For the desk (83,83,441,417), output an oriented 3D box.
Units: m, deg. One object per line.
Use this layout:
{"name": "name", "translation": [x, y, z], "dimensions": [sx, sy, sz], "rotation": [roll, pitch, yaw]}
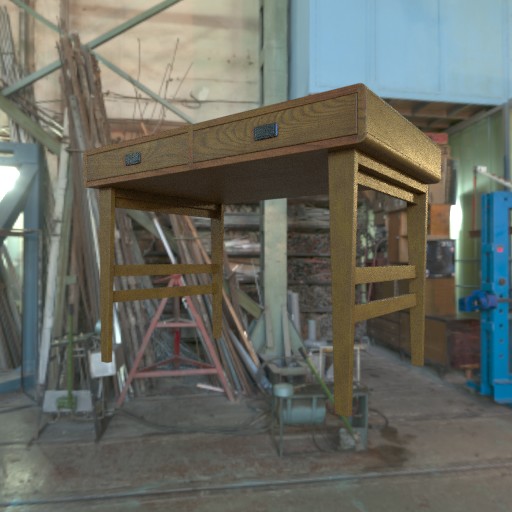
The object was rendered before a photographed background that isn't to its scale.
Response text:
{"name": "desk", "translation": [0.000, 0.000, 1.542], "dimensions": [1.066, 0.754, 0.660], "rotation": [0, -1, 36]}
